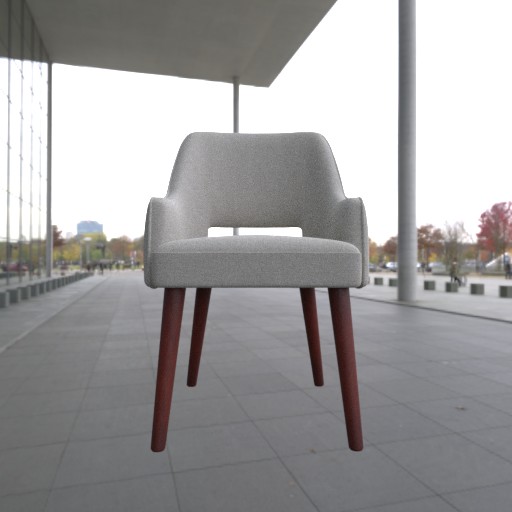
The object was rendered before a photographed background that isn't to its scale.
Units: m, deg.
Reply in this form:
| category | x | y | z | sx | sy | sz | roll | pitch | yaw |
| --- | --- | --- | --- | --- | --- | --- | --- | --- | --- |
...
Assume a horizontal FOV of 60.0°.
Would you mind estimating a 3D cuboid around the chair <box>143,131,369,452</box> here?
| category | x | y | z | sx | sy | sz | roll | pitch | yaw |
| --- | --- | --- | --- | --- | --- | --- | --- | --- | --- |
| chair | 0.000 | 0.000 | 1.234 | 0.560 | 0.840 | 0.580 | 0 | -1 | -1 |
